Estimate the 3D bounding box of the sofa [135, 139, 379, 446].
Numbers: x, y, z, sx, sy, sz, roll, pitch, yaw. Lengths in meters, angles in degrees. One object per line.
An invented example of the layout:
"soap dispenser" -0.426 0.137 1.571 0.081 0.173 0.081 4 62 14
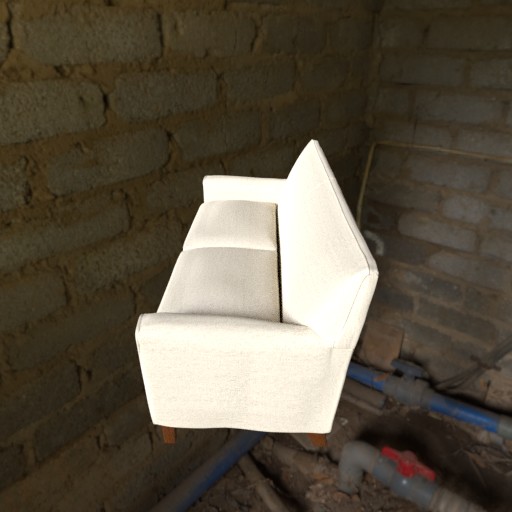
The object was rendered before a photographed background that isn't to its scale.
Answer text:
"sofa" 0.000 0.000 2.488 0.841 0.907 2.001 1 26 1
